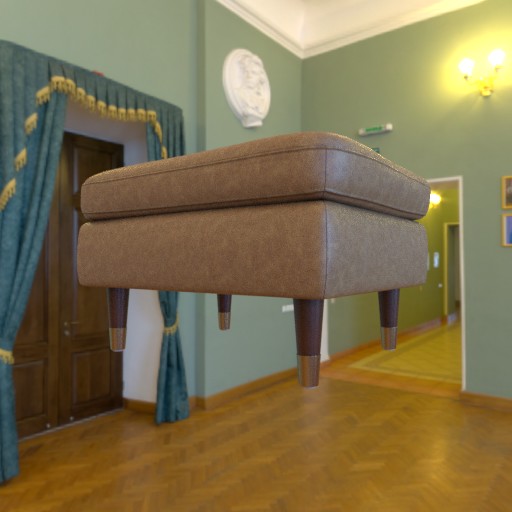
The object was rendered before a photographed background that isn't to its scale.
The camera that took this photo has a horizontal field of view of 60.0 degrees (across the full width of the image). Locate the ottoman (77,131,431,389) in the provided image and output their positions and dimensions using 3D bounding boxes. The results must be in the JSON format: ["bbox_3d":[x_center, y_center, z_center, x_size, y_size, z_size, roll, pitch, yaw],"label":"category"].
[{"bbox_3d":[0.000,0.000,1.119,0.747,0.478,0.593,-1,-1,36],"label":"ottoman"}]
